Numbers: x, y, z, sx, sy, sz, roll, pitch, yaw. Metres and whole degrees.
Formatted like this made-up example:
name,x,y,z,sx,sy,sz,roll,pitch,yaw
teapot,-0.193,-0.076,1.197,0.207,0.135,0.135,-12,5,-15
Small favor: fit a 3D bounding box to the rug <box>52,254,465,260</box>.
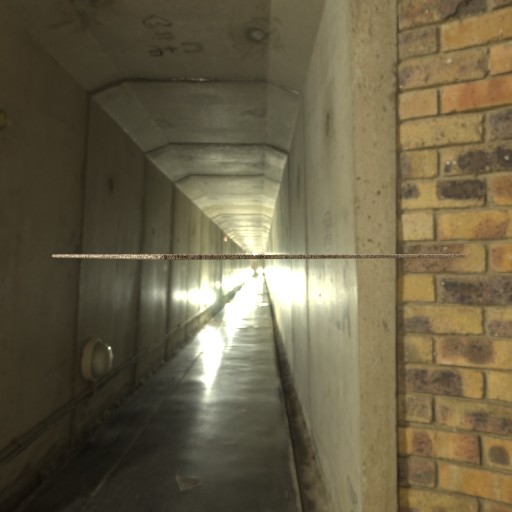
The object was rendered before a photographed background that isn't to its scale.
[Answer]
name,x,y,z,sx,sy,sz,roll,pitch,yaw
rug,0.000,0.000,4.160,3.047,0.029,2.438,0,0,-37
